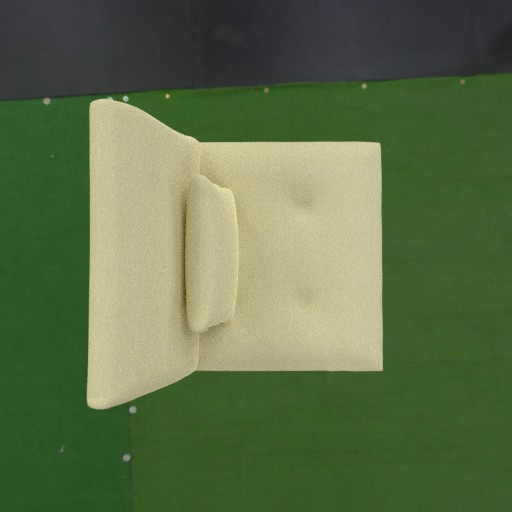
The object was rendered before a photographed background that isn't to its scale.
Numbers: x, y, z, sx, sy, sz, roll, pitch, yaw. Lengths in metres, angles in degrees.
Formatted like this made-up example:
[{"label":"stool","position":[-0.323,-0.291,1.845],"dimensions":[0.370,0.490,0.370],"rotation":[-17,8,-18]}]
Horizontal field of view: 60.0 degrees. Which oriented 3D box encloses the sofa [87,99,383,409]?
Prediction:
[{"label":"sofa","position":[0.000,0.000,1.662],"dimensions":[1.000,0.820,0.930],"rotation":[0,89,1]}]
